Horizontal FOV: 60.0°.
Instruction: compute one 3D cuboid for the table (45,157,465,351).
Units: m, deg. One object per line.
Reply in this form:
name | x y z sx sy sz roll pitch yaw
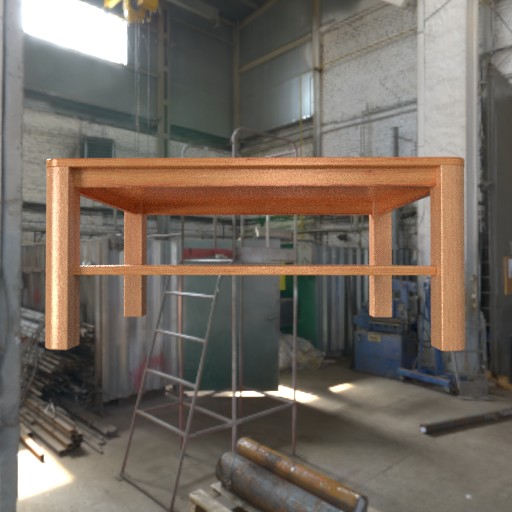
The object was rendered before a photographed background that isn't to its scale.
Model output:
table | 0.000 0.000 1.368 0.997 0.445 0.696 0 -1 1
